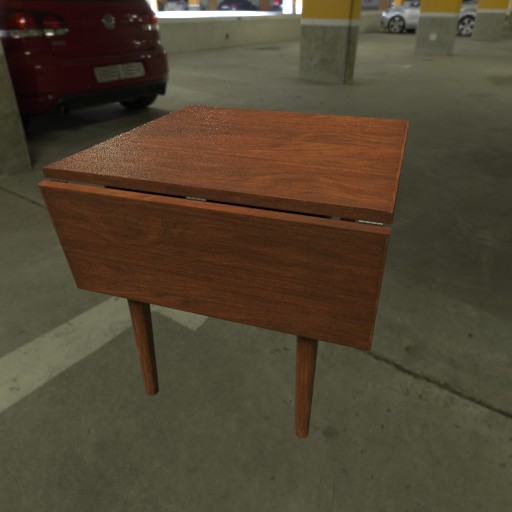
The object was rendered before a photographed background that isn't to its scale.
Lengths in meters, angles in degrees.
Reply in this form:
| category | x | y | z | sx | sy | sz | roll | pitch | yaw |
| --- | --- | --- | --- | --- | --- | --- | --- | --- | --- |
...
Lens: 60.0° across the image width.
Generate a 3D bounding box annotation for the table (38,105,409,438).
| category | x | y | z | sx | sy | sz | roll | pitch | yaw |
| --- | --- | --- | --- | --- | --- | --- | --- | --- | --- |
| table | 0.000 | 0.000 | 1.455 | 0.812 | 0.763 | 0.843 | 10 | 31 | 16 |
